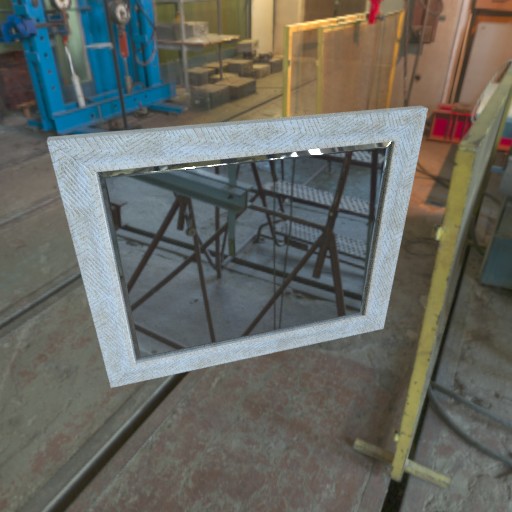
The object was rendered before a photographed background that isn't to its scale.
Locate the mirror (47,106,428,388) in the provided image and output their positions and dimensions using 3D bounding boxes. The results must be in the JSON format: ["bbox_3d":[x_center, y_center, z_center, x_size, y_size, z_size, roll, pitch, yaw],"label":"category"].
[{"bbox_3d":[0.000,0.000,1.137,0.839,0.689,0.028,-9,34,-14],"label":"mirror"}]
